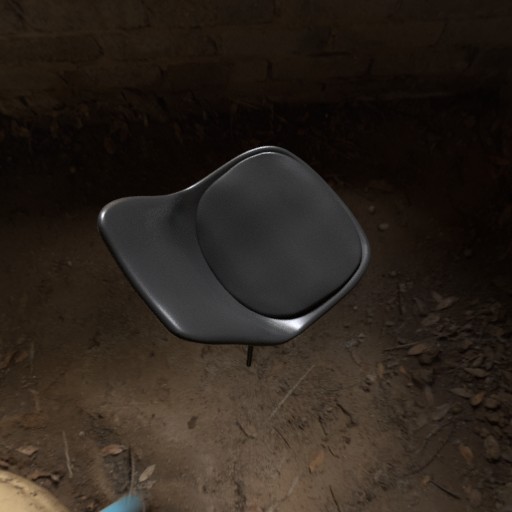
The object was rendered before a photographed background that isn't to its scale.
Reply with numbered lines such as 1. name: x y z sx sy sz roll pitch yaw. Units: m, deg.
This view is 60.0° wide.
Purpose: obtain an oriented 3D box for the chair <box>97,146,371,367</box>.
1. chair: 0.000 0.000 1.171 0.525 0.850 0.461 -37 78 -9
